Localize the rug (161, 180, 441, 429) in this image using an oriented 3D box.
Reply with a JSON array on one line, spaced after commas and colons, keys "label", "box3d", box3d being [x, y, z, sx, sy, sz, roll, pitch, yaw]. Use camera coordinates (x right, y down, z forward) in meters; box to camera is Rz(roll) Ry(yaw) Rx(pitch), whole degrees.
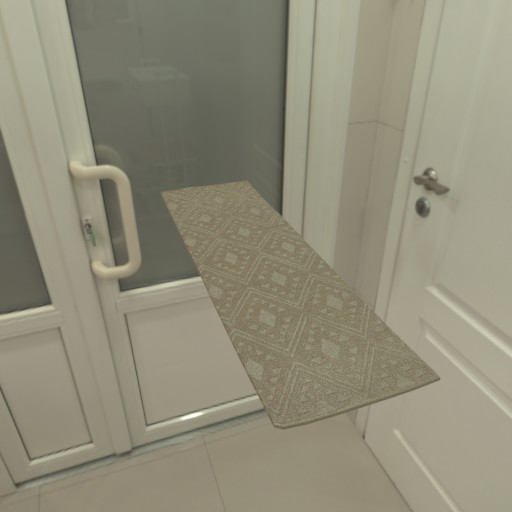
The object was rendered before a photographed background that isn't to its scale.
[{"label": "rug", "box3d": [0.000, 0.000, 2.733, 0.752, 0.051, 2.452, -11, 32, -17]}]
